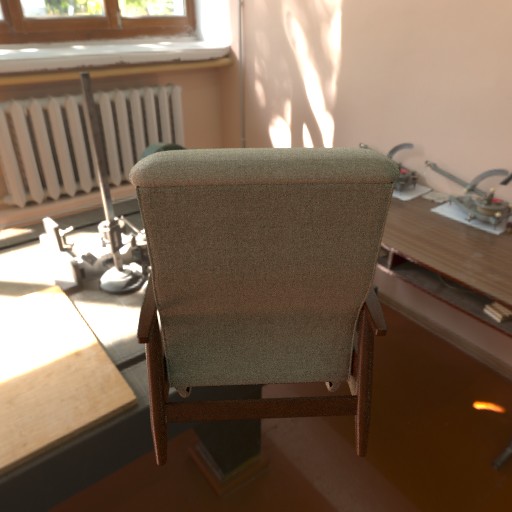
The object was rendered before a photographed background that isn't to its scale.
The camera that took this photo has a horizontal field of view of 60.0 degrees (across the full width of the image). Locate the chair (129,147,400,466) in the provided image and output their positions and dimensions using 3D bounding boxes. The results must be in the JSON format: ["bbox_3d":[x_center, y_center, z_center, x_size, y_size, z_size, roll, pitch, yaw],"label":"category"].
[{"bbox_3d":[0.000,0.000,1.695,0.762,1.082,1.014,-1,30,-2],"label":"chair"}]
